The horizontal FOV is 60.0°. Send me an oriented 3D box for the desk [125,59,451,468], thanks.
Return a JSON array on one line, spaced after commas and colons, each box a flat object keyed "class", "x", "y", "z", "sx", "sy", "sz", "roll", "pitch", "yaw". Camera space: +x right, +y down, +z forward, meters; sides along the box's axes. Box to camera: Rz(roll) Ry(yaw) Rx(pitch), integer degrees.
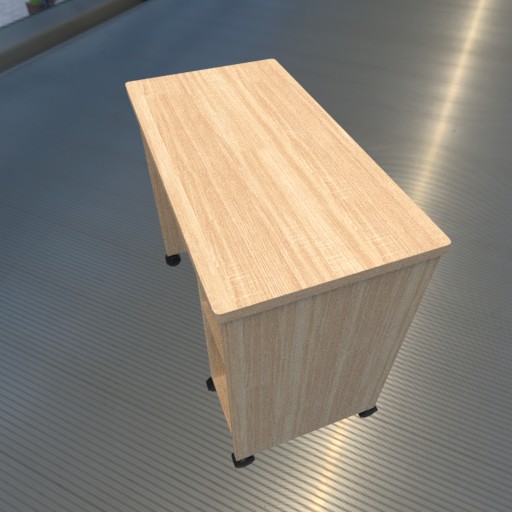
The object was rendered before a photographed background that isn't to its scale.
[{"class": "desk", "x": 0.000, "y": 0.000, "z": 1.339, "sx": 0.480, "sy": 0.770, "sz": 0.884, "roll": -15, "pitch": 49, "yaw": -14}]
